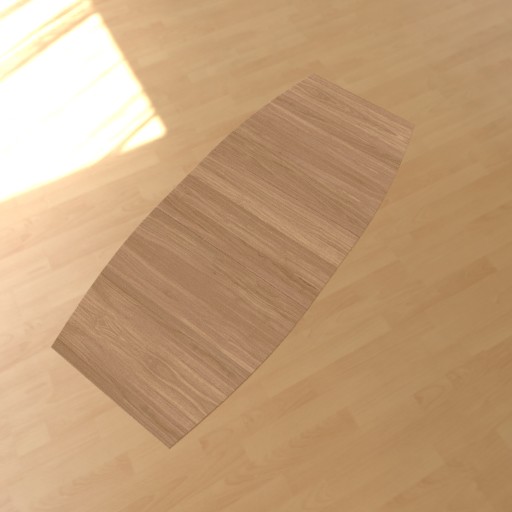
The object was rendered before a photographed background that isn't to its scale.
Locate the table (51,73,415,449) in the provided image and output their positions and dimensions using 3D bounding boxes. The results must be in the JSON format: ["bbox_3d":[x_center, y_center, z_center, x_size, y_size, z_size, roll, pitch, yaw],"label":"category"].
[{"bbox_3d":[0.000,0.000,2.494,0.900,0.750,2.032,34,68,15],"label":"table"}]
